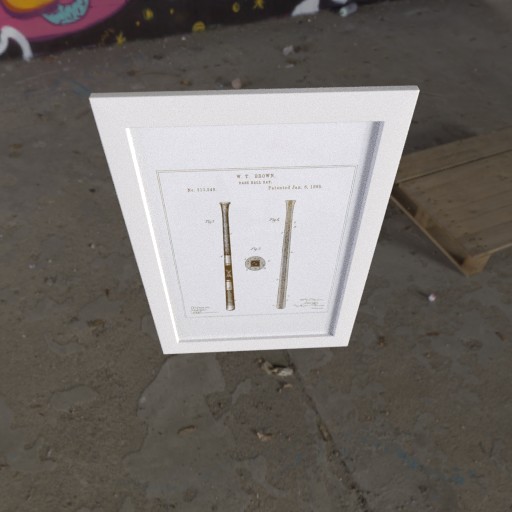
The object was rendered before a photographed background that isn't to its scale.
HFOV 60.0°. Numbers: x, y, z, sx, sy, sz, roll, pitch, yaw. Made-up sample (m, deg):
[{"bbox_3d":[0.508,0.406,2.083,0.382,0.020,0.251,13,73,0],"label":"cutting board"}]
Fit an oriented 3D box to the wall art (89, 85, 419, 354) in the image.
[{"bbox_3d":[0.000,0.000,0.619,0.329,0.482,0.011,-2,47,-2],"label":"wall art"}]
